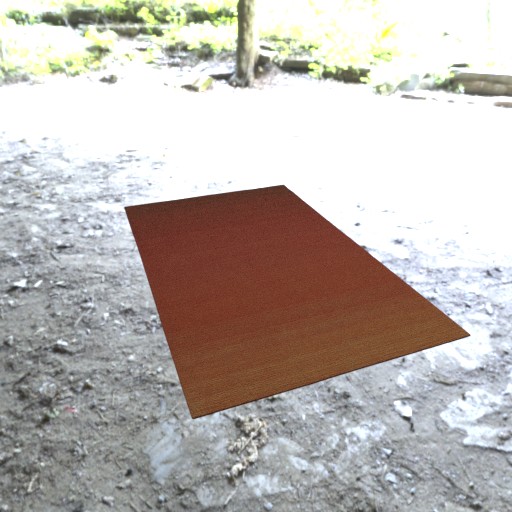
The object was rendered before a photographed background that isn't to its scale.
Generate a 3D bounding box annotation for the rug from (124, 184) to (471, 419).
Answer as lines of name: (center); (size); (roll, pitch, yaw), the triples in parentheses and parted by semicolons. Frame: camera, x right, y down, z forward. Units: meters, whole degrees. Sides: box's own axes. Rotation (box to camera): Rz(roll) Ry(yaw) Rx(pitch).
rug: (0.000, 0.000, 3.122); (1.531, 0.010, 2.442); (-11, 31, -18)
